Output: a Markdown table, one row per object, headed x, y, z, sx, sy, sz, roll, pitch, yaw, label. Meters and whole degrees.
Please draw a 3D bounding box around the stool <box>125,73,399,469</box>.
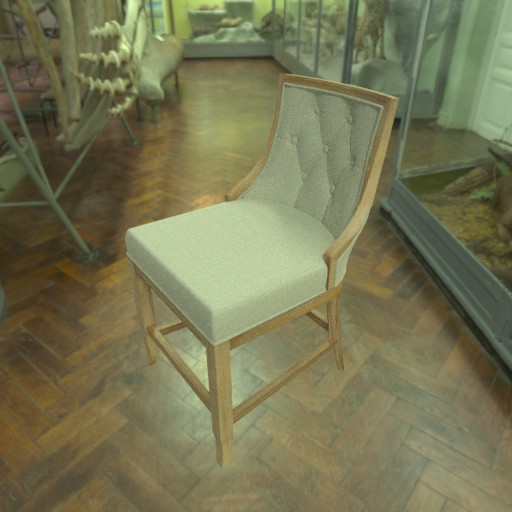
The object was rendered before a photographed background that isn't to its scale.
| x | y | z | sx | sy | sz | roll | pitch | yaw | label |
| --- | --- | --- | --- | --- | --- | --- | --- | --- | --- |
| 0.000 | 0.000 | 1.351 | 0.626 | 0.938 | 0.524 | -21 | 37 | -30 | stool |
